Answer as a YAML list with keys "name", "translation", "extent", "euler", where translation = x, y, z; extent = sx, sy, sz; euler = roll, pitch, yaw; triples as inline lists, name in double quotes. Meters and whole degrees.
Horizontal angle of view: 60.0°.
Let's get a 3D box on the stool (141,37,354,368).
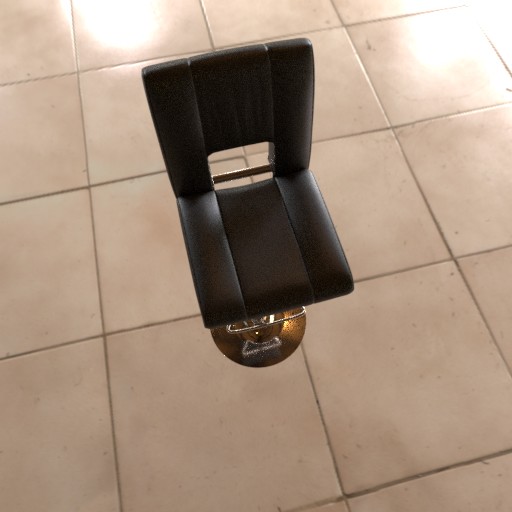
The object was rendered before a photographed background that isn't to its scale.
- name: "stool"
  translation: [0.000, 0.000, 1.394]
  extent: [0.415, 1.151, 0.520]
  euler: [-13, 65, -6]
